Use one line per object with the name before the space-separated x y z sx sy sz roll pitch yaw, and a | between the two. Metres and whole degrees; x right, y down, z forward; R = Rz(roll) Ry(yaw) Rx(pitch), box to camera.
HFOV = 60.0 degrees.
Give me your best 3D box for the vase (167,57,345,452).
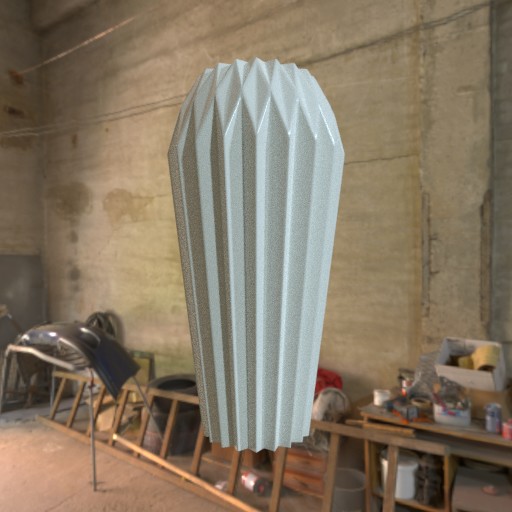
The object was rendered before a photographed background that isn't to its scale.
vase | 0.000 0.000 0.337 0.133 0.263 0.133 0 0 0
